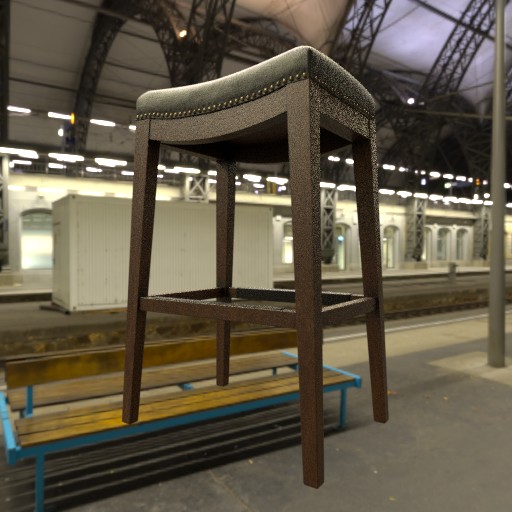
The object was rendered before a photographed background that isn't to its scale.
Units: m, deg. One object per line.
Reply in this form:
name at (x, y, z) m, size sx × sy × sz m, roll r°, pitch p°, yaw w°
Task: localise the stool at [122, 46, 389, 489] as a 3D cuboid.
stool at (0.000, 0.000, 1.017) m, size 0.500 × 0.765 × 0.361 m, roll 1°, pitch 1°, yaw 35°
